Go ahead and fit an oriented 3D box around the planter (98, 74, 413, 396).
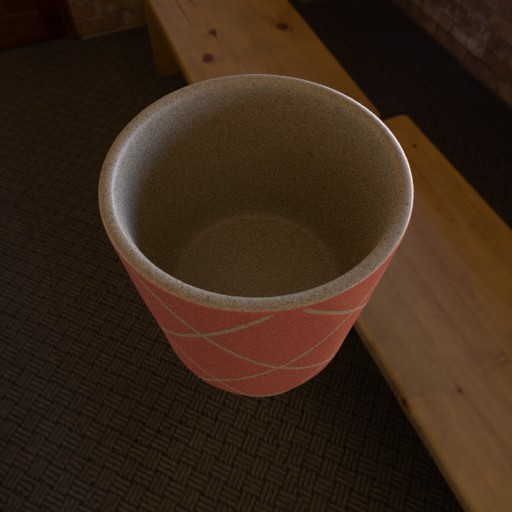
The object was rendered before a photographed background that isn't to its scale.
[{"bbox_3d":[0.000,0.000,0.422,0.227,0.235,0.227,0,58,0],"label":"planter"}]
